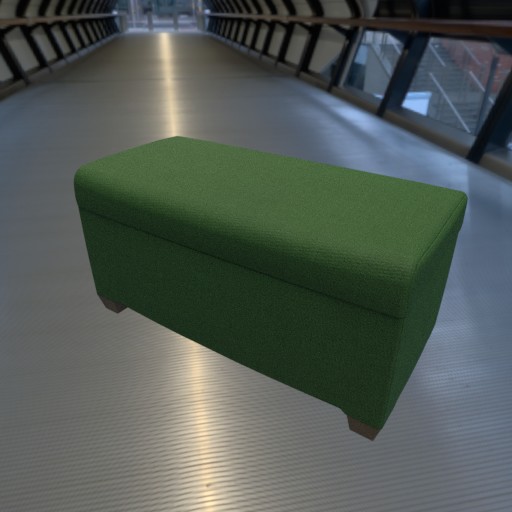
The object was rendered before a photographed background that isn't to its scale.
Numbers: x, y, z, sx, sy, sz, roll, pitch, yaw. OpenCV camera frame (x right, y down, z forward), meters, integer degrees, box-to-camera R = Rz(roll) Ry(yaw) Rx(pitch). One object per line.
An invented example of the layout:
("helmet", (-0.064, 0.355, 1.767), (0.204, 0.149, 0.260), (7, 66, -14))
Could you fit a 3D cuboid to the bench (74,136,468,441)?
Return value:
("bench", (0.000, 0.000, 1.285), (0.989, 0.501, 0.505), (18, 35, 29))
